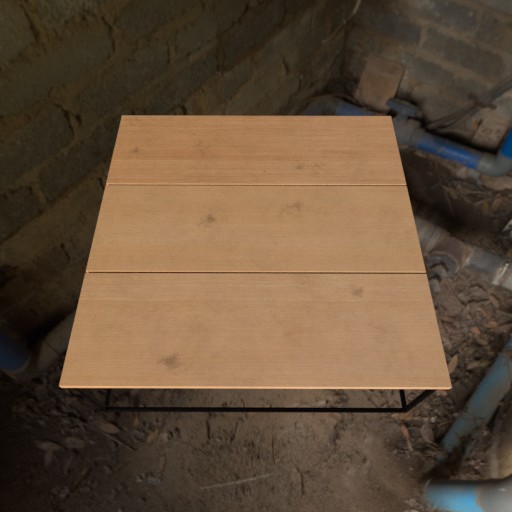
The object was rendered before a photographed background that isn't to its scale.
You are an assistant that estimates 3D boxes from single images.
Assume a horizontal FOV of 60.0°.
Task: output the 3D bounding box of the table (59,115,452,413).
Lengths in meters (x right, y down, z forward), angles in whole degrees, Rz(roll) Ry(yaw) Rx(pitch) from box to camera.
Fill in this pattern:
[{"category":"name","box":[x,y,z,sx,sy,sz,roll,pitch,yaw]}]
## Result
[{"category":"table","box":[0.000,0.000,1.696,1.100,0.400,1.100,0,59,0]}]
